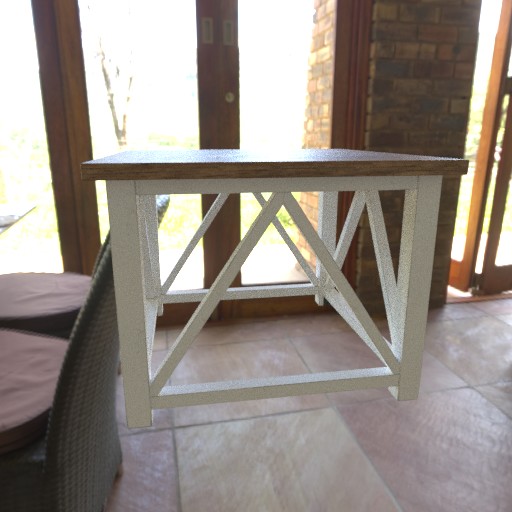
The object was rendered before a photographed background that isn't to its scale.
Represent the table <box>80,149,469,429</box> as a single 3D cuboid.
[{"bbox_3d":[0.000,0.000,1.182,0.700,0.532,0.700,-3,15,-9],"label":"table"}]
